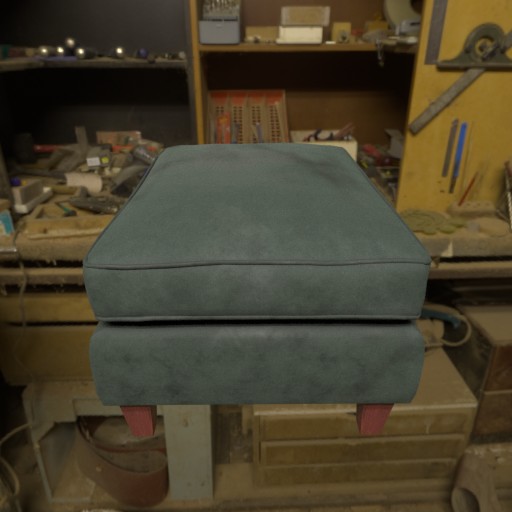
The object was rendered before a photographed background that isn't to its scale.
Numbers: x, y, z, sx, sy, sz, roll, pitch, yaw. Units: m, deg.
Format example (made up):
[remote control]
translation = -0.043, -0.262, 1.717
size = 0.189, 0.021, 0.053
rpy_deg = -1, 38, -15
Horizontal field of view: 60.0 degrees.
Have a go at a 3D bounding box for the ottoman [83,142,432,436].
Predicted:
[ottoman]
translation = 0.000, 0.000, 1.202
size = 0.632, 0.495, 0.864
rpy_deg = 0, 27, -1
